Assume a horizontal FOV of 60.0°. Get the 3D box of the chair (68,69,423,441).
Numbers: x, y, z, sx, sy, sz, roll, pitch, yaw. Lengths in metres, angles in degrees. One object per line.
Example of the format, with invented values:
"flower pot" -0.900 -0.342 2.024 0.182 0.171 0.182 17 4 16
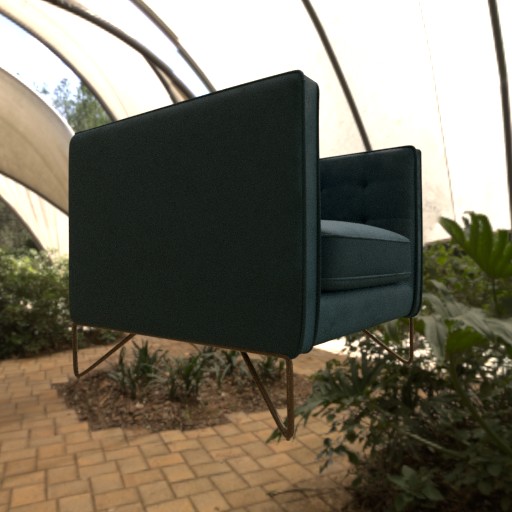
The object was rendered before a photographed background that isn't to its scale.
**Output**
"chair" 0.000 0.000 1.505 0.894 0.790 0.880 0 0 36
